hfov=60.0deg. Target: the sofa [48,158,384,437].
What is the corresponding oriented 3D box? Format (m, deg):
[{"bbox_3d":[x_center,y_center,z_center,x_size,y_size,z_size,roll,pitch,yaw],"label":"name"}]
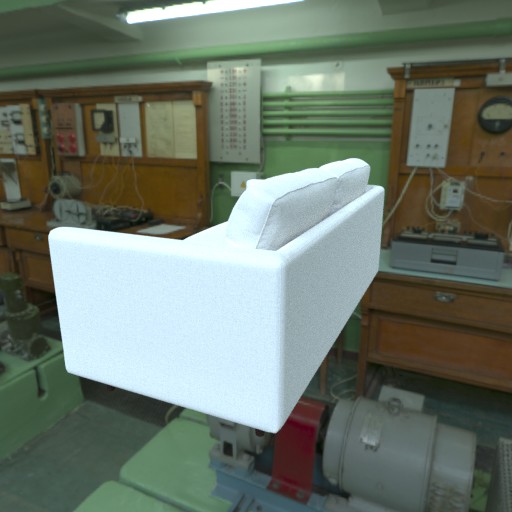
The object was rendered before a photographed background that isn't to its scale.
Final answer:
[{"bbox_3d":[0.000,0.000,2.184,0.940,0.893,1.713,7,17,24],"label":"sofa"}]
